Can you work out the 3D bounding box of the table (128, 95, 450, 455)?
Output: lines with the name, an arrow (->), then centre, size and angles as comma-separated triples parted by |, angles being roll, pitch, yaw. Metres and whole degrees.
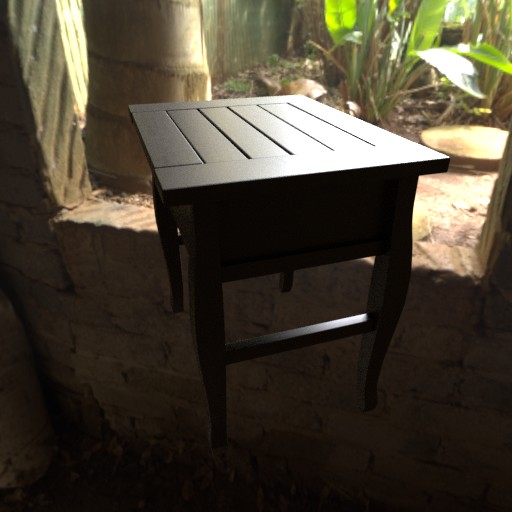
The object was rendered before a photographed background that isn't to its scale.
table -> 0.000, 0.000, 1.044 | 0.460, 0.605, 0.602 | -9, 31, -16
